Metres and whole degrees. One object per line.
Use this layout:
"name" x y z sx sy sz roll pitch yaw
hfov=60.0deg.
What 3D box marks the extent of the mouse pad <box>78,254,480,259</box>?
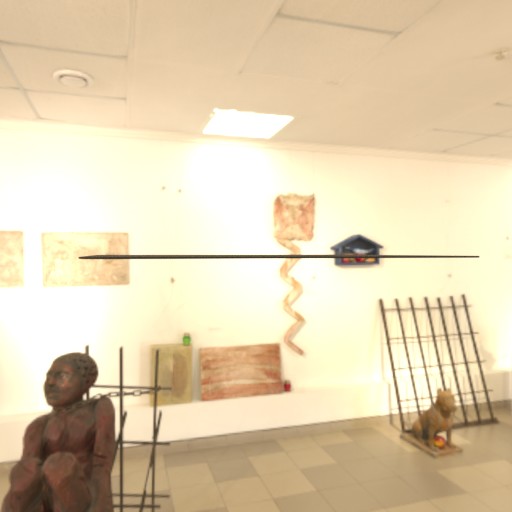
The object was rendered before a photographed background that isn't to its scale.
"mouse pad" 0.000 0.000 0.640 0.451 0.002 0.393 0 0 -17
